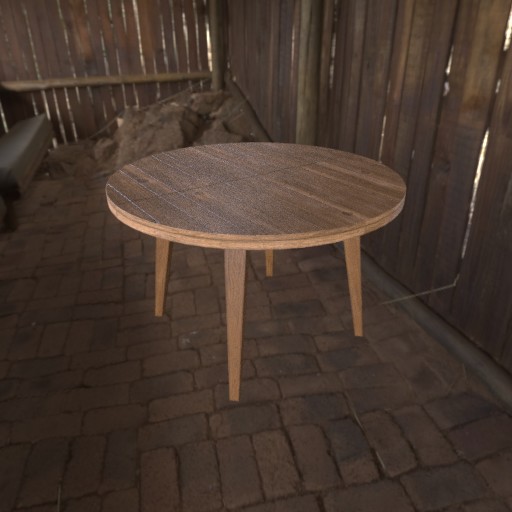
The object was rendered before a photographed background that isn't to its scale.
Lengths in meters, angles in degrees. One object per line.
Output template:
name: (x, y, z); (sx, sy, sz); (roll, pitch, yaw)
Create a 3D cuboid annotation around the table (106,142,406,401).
table: (0.000, 0.000, 2.043); (1.213, 0.764, 1.213); (0, 27, 0)
